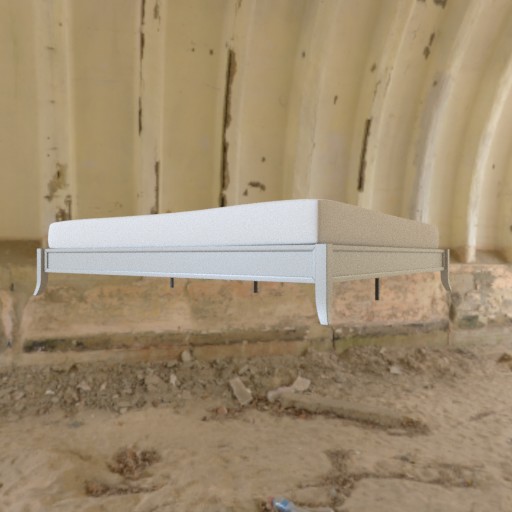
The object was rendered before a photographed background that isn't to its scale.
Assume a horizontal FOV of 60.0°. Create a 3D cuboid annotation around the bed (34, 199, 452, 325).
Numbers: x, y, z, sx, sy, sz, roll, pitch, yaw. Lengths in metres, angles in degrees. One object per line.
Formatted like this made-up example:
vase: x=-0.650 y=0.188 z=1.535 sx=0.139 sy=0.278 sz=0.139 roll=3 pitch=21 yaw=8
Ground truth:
bed: x=0.000 y=0.000 z=3.066 sx=2.108 sy=0.510 sz=2.007 roll=0 pitch=0 yaw=36
